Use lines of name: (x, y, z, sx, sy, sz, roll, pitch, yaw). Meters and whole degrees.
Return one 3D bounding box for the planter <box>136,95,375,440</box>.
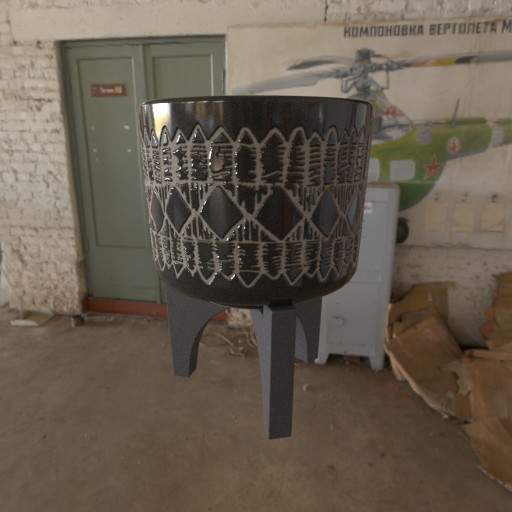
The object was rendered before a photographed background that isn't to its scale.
planter: (0.000, 0.000, 0.409, 0.196, 0.264, 0.196, -14, 21, -41)
